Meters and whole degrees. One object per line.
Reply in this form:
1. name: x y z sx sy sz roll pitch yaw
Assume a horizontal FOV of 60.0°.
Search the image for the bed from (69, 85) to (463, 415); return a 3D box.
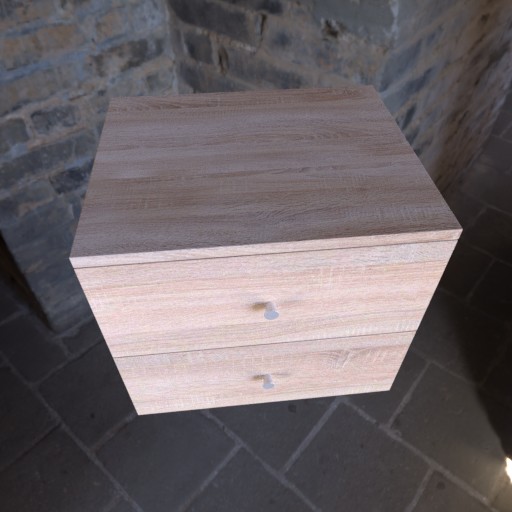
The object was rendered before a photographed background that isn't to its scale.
1. bed: 0.000 0.000 0.790 0.460 0.420 0.401 -4 46 -4
